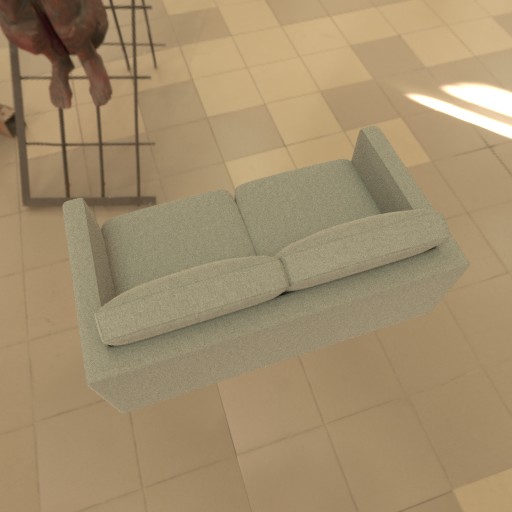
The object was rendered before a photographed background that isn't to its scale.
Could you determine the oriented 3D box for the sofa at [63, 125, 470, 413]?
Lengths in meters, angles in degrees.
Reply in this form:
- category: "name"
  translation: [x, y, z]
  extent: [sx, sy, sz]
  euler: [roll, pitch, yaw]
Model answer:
- category: "sofa"
  translation: [0.000, 0.000, 2.338]
  extent: [1.731, 0.900, 1.000]
  euler: [-16, 61, -9]
